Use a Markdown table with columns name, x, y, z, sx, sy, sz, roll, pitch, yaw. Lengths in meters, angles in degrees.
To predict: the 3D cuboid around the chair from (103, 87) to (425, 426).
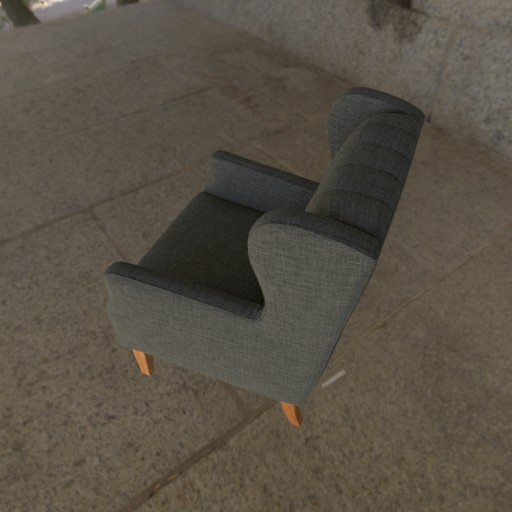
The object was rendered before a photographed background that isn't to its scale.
| name | x | y | z | sx | sy | sz | roll | pitch | yaw |
| --- | --- | --- | --- | --- | --- | --- | --- | --- | --- |
| chair | 0.000 | 0.000 | 1.455 | 0.775 | 0.953 | 0.711 | 17 | 48 | 16 |
